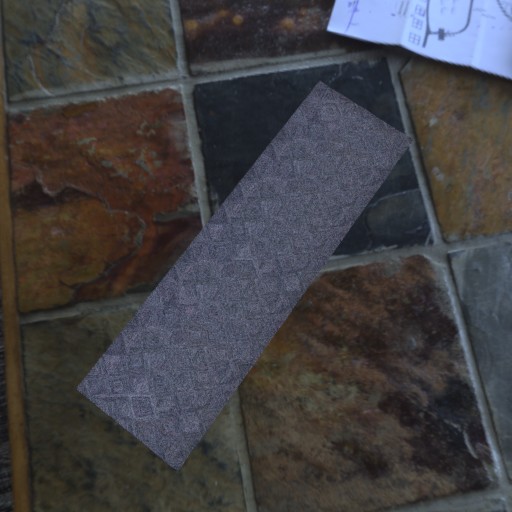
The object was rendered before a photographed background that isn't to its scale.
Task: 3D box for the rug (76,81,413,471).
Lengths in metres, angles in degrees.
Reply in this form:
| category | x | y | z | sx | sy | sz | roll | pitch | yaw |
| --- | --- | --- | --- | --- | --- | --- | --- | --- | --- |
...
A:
| category | x | y | z | sx | sy | sz | roll | pitch | yaw |
| --- | --- | --- | --- | --- | --- | --- | --- | --- | --- |
| rug | 0.000 | 0.000 | 2.511 | 0.691 | 0.011 | 2.296 | 35 | 79 | 8 |
